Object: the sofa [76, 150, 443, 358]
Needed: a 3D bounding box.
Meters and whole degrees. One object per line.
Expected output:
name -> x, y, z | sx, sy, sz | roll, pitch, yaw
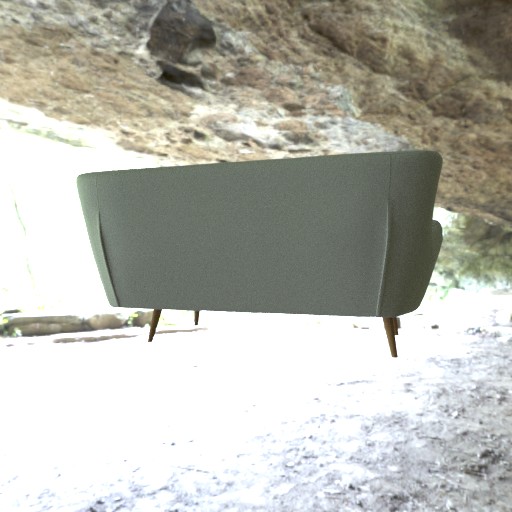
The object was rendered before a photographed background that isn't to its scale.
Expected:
sofa -> 0.000, 0.000, 2.389 | 1.930, 0.890, 0.899 | 0, 0, 17
